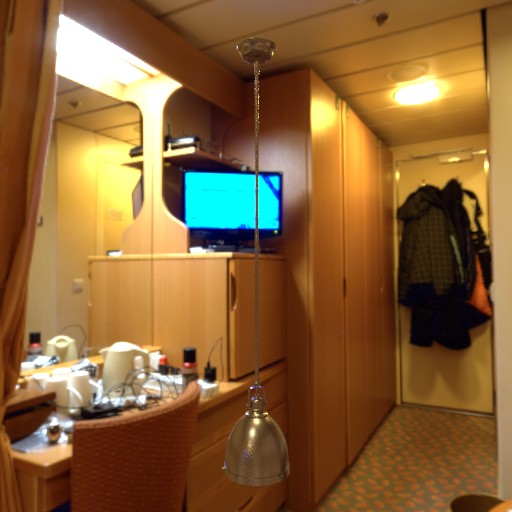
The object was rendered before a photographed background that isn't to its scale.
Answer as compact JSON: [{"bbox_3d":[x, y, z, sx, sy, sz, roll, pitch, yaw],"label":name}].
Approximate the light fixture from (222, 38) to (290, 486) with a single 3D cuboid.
[{"bbox_3d":[0.000,0.000,1.436,0.217,1.367,0.211,1,-2,-18],"label":"light fixture"}]
